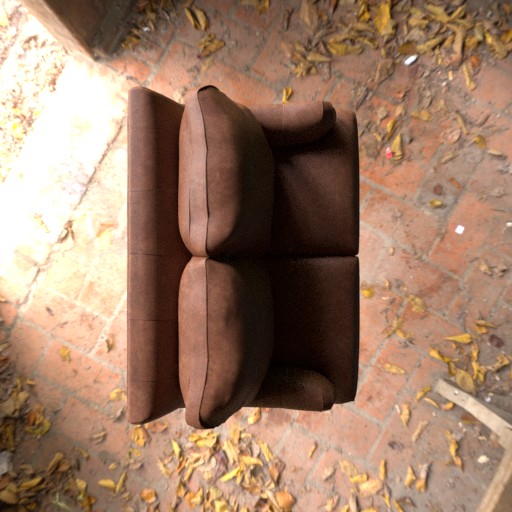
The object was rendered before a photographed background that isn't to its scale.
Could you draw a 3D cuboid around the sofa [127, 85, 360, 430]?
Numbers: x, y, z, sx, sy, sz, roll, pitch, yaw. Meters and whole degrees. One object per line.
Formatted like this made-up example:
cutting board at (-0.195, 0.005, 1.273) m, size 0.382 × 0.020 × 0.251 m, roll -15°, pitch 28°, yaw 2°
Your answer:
sofa at (0.000, 0.000, 2.260) m, size 1.077 × 1.004 × 1.527 m, roll 0°, pitch 90°, yaw 1°
